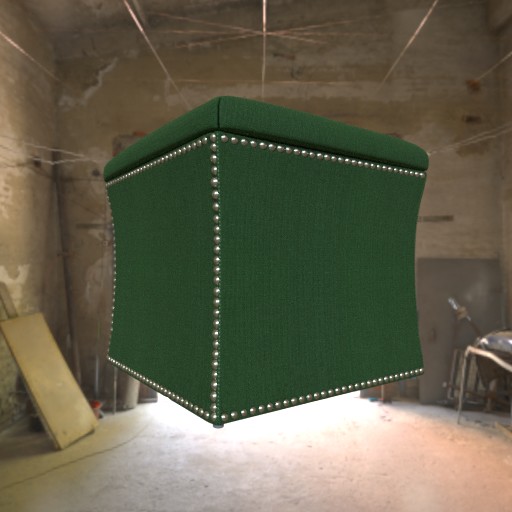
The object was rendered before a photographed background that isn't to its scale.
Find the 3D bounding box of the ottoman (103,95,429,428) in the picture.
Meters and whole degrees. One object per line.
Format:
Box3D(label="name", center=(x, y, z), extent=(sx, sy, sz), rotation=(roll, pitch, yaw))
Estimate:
Box3D(label="ottoman", center=(0.000, 0.000, 0.909), extent=(0.497, 0.475, 0.507), rotation=(0, -1, -35))
